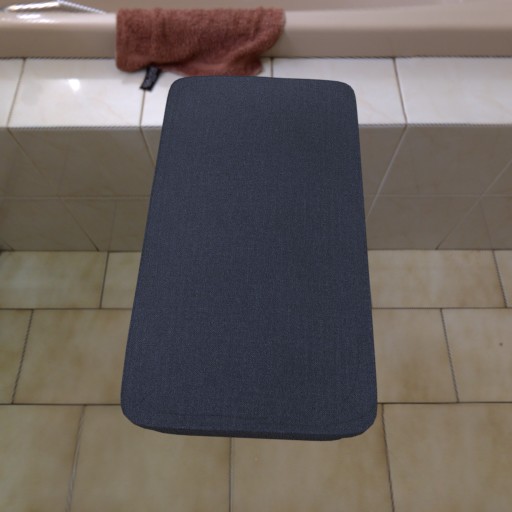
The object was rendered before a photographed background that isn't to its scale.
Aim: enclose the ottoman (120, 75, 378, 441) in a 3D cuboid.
[{"bbox_3d":[0.000,0.000,1.175,0.505,0.453,0.895,2,65,1],"label":"ottoman"}]
